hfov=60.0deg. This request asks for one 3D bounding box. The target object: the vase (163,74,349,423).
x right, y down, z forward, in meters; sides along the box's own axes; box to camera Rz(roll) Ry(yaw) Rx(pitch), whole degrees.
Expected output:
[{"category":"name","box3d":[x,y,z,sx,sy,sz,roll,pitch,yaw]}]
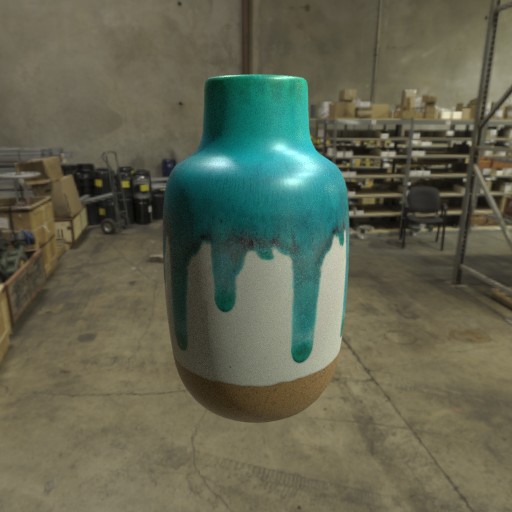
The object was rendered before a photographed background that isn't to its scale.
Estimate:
[{"category":"vase","box3d":[0.000,0.000,0.258,0.106,0.192,0.106,0,17,0]}]
